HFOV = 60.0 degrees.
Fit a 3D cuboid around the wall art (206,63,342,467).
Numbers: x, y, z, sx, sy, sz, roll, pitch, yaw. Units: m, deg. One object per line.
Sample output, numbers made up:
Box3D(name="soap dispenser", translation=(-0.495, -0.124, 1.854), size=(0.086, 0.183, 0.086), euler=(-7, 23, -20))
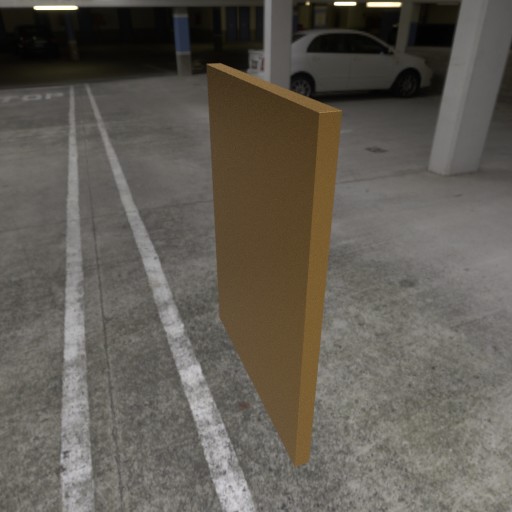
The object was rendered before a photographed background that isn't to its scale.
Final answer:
Box3D(name="wall art", translation=(0.000, 0.000, 1.093), size=(0.038, 0.812, 0.610), euler=(-11, 32, -18))
